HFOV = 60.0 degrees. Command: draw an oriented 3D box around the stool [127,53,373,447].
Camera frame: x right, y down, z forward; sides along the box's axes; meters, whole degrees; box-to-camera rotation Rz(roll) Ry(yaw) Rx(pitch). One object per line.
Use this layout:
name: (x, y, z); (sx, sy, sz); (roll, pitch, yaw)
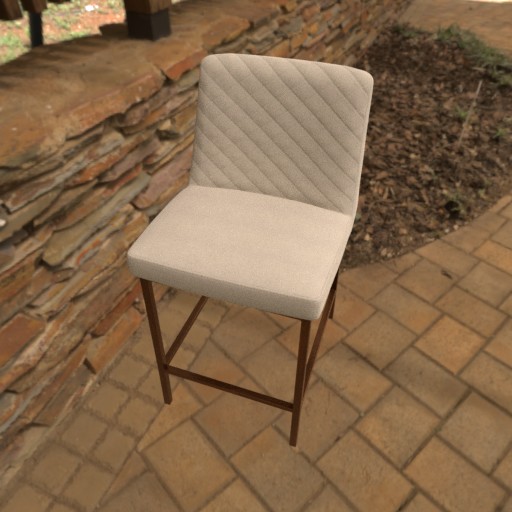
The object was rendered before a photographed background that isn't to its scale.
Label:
stool: (0.000, 0.000, 1.307); (0.507, 0.973, 0.576); (13, 43, 14)
